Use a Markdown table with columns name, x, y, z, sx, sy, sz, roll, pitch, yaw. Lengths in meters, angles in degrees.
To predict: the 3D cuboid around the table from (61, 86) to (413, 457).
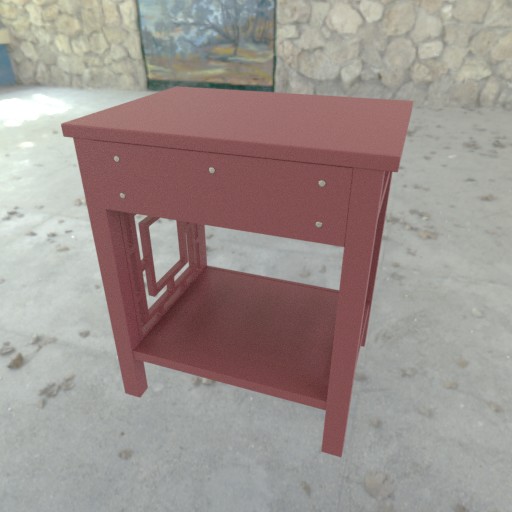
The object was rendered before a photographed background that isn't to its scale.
| name | x | y | z | sx | sy | sz | roll | pitch | yaw |
| --- | --- | --- | --- | --- | --- | --- | --- | --- | --- |
| table | 0.000 | 0.000 | 1.078 | 0.599 | 0.686 | 0.451 | 10 | 31 | 17 |
